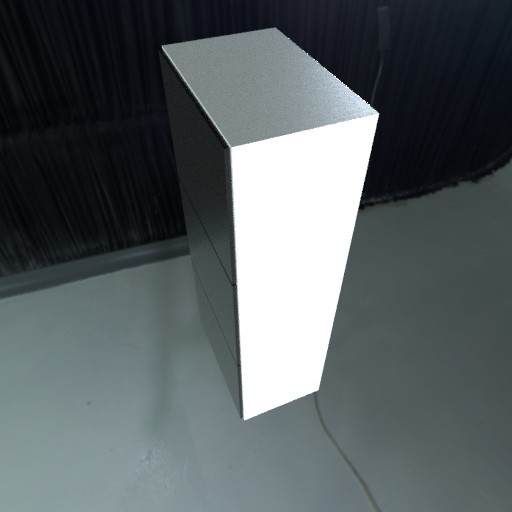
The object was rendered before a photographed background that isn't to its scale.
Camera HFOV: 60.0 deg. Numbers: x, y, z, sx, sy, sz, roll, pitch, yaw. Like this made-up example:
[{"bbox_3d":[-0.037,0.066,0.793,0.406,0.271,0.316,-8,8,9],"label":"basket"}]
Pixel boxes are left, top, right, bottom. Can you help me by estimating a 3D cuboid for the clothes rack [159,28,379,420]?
[{"bbox_3d":[0.000,0.000,1.435,0.330,1.187,0.500,-17,49,-15],"label":"clothes rack"}]
